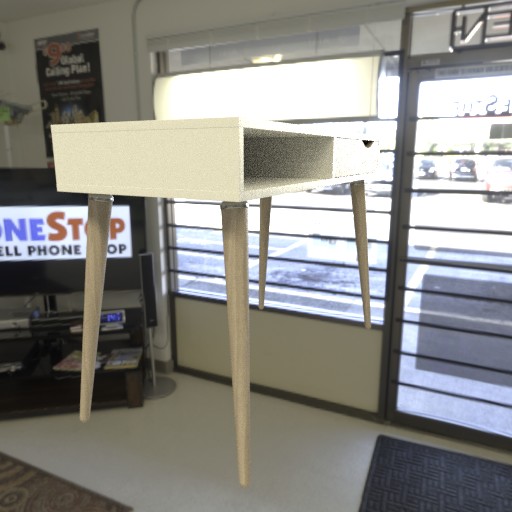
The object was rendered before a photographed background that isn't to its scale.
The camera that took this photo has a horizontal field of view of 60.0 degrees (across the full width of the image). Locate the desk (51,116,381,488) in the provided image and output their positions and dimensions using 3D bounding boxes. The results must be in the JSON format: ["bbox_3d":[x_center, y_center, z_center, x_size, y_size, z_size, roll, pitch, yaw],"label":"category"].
[{"bbox_3d":[0.000,0.000,1.341,0.491,0.723,0.979,7,15,28],"label":"desk"}]
